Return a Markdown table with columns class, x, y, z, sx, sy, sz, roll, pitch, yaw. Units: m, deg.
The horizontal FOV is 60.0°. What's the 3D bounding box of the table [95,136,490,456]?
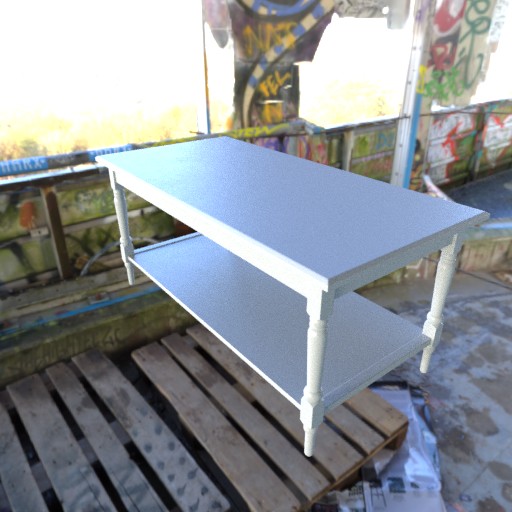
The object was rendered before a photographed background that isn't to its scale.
| class | x | y | z | sx | sy | sz | roll | pitch | yaw |
| --- | --- | --- | --- | --- | --- | --- | --- | --- | --- |
| table | 0.000 | 0.000 | 1.406 | 0.551 | 0.506 | 1.109 | -19 | 32 | -33 |
